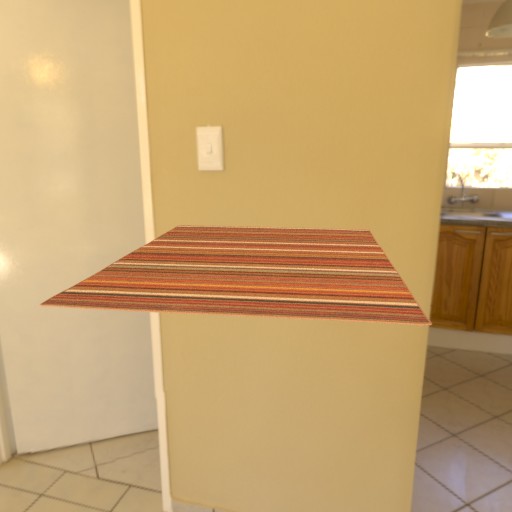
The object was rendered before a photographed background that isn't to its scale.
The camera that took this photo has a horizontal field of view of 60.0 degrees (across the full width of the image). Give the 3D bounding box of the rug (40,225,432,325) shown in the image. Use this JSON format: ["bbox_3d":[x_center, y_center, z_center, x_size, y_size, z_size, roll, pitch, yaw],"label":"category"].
[{"bbox_3d":[0.000,0.000,4.214,2.479,0.023,3.092,2,14,7],"label":"rug"}]
